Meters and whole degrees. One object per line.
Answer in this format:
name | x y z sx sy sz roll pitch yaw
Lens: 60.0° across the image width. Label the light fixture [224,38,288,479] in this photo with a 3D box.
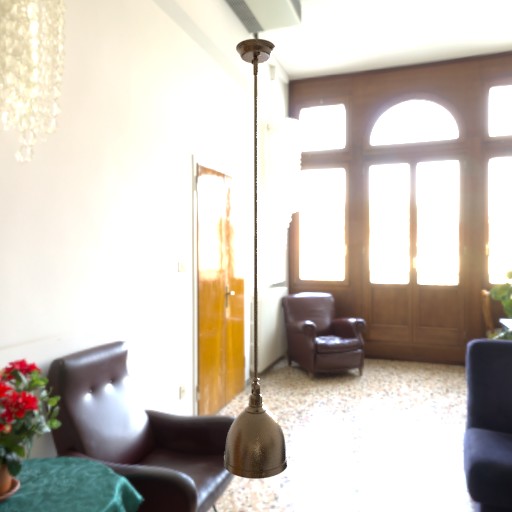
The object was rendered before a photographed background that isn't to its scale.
light fixture | 0.000 0.000 1.460 0.211 1.367 0.217 0 0 -16
